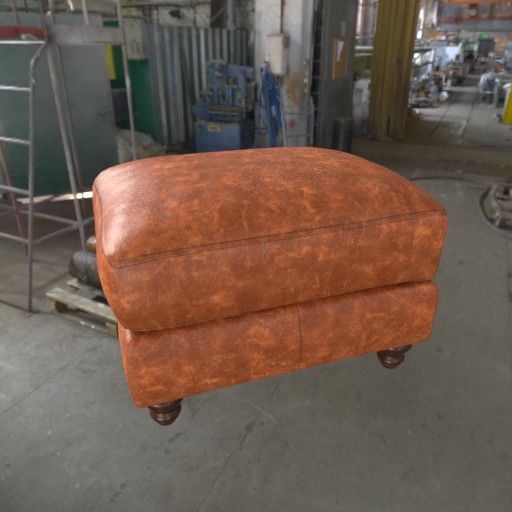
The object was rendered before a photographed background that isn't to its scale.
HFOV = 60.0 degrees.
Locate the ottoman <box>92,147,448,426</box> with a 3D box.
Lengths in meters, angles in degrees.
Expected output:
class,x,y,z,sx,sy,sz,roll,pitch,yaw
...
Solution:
class,x,y,z,sx,sy,sz,roll,pitch,yaw
ottoman,0.000,0.000,1.259,0.832,0.562,0.657,-9,27,-17
